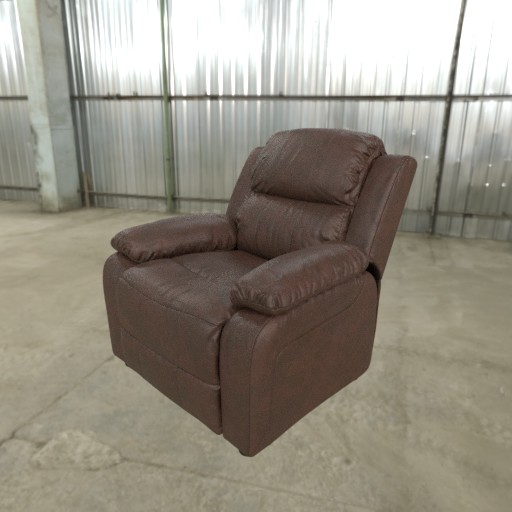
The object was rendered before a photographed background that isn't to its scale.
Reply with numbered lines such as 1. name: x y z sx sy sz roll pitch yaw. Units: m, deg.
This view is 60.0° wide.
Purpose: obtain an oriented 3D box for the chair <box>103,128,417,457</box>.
1. chair: 0.000 0.000 1.280 0.707 0.702 0.680 -16 23 -42
